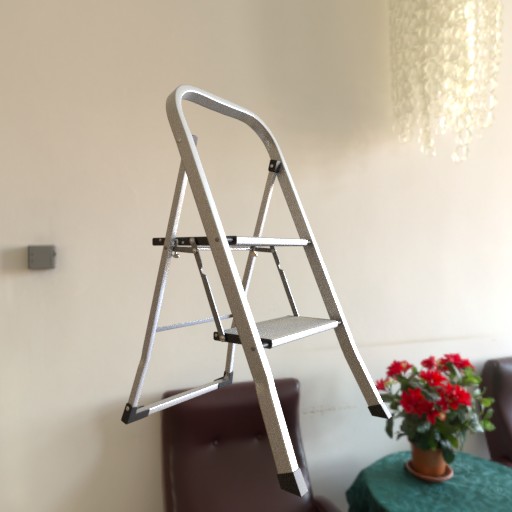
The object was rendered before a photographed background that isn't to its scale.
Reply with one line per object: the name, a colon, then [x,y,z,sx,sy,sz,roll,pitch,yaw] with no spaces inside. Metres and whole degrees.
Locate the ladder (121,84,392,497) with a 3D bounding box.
ladder: [0.000,0.000,1.106,0.530,0.830,0.465,0,1,36]
